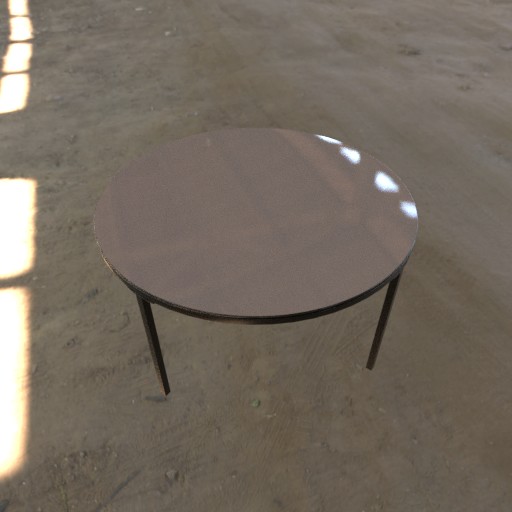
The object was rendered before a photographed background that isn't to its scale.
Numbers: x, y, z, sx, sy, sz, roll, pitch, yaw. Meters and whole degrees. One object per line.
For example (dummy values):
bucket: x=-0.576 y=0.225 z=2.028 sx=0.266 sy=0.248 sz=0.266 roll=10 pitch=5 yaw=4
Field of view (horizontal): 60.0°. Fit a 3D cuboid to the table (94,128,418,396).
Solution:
table: x=0.000 y=0.000 z=1.262 sx=0.800 sy=0.400 sz=0.800 roll=0 pitch=41 yaw=0
